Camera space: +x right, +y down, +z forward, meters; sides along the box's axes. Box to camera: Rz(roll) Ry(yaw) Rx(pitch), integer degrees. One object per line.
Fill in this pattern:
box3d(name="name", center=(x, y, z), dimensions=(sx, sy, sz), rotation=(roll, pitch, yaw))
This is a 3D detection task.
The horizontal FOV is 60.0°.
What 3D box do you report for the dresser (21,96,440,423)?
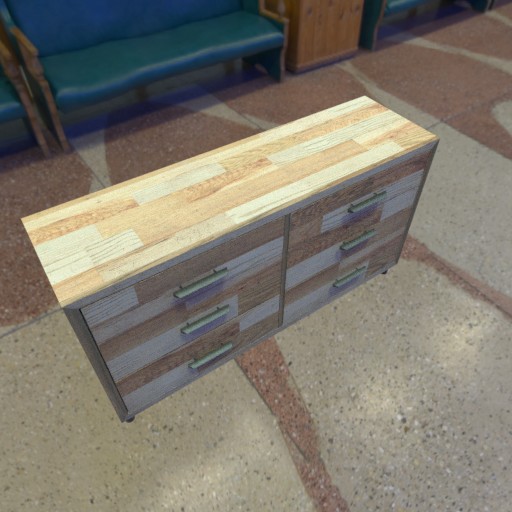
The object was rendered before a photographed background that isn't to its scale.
box3d(name="dresser", center=(0.000, 0.000, 1.925), dimensions=(1.547, 0.834, 0.487), rotation=(-26, 52, -23))
